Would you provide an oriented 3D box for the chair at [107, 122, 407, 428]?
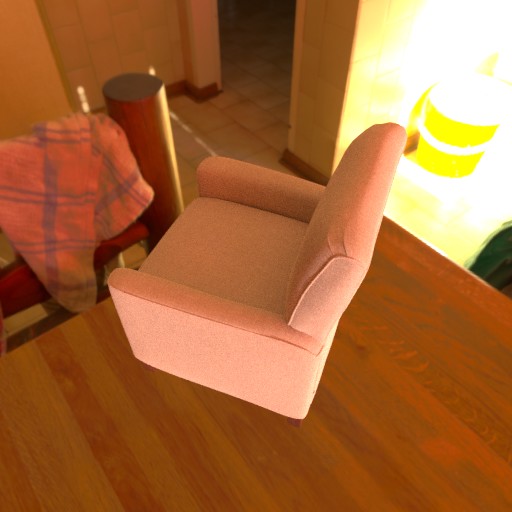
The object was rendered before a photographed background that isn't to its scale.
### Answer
[{"bbox_3d":[0.000,0.000,1.734,0.859,1.023,0.845,16,49,14],"label":"chair"}]
